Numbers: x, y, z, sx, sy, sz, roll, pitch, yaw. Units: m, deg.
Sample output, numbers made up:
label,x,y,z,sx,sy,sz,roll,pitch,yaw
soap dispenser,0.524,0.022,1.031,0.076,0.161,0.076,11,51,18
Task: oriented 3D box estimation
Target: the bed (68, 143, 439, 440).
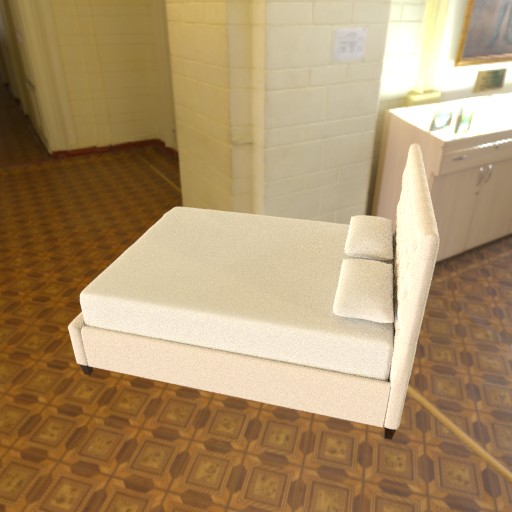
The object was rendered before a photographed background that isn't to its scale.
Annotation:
label,x,y,z,sx,sy,sz,roll,pitch,yaw
bed,0.000,0.000,3.341,2.233,1.426,1.696,7,30,13
